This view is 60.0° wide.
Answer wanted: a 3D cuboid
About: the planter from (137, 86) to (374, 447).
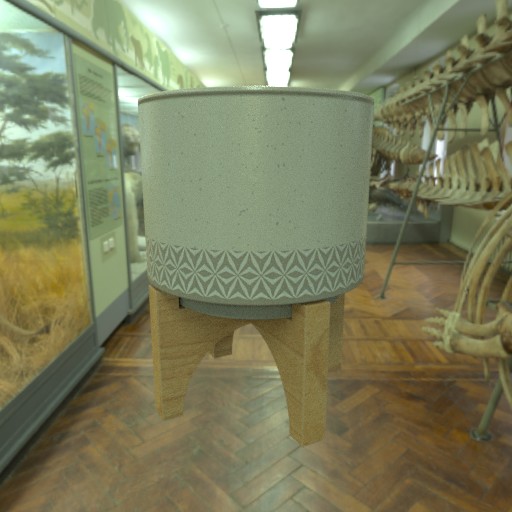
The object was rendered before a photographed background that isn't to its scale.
[{"bbox_3d":[0.000,0.000,0.270,0.130,0.178,0.130,0,13,0],"label":"planter"}]
